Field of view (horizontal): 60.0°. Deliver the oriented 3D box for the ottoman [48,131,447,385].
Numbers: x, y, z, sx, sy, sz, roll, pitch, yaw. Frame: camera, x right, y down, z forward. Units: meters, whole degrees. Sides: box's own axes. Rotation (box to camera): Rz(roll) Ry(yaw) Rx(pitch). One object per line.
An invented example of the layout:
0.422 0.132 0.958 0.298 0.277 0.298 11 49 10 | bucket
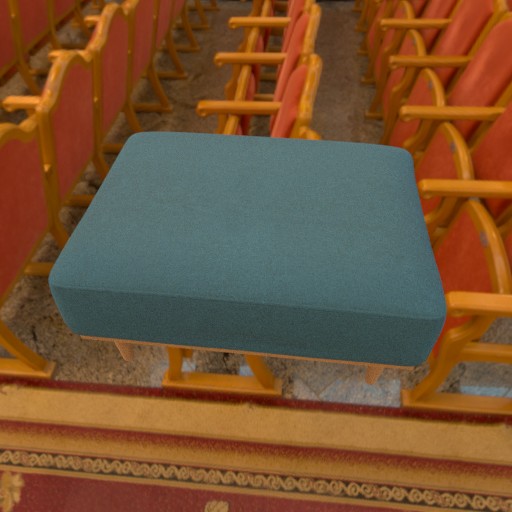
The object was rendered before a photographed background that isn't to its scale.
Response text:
0.000 0.000 1.084 0.749 0.428 0.549 5 47 4 | ottoman
